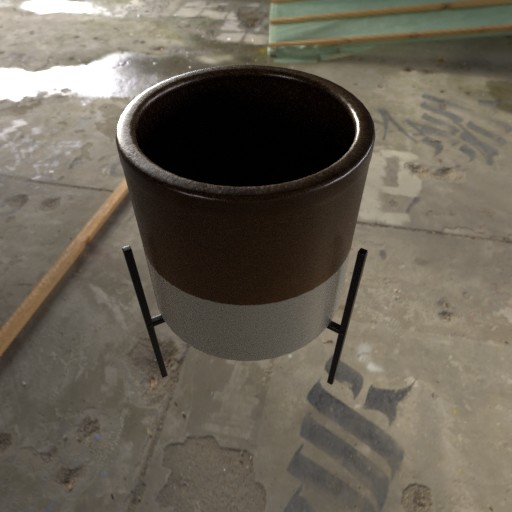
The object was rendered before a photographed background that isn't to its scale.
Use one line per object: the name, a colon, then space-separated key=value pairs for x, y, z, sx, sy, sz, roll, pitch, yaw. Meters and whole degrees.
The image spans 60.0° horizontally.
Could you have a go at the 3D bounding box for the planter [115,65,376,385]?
planter: x=0.000 y=0.000 z=0.557 sx=0.269 sy=0.375 sz=0.255 roll=24 pitch=51 yaw=21
